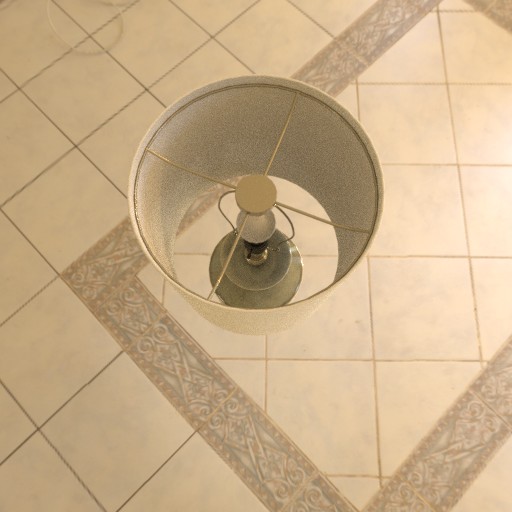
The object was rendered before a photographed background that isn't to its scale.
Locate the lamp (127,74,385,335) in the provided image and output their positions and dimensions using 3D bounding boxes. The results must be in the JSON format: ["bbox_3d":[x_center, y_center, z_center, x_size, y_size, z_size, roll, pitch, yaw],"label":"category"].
[{"bbox_3d":[0.000,0.000,0.582,0.211,0.455,0.211,35,78,9],"label":"lamp"}]
